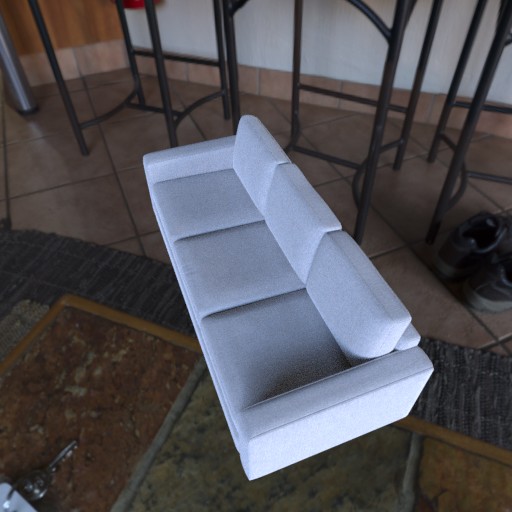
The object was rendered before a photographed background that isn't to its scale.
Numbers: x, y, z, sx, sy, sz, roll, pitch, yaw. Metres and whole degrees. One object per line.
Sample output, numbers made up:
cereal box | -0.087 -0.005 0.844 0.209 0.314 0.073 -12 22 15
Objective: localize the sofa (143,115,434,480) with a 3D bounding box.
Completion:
sofa | 0.000 0.000 2.623 0.900 0.800 2.120 -16 49 -14
